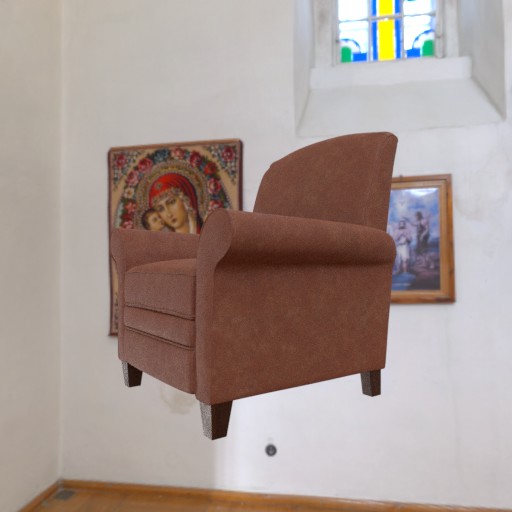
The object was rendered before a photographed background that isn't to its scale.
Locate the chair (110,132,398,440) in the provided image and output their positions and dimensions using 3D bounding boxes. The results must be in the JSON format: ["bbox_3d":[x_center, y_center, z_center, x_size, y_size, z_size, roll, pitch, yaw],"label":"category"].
[{"bbox_3d":[0.000,0.000,1.790,0.902,1.061,0.978,1,-1,-36],"label":"chair"}]
